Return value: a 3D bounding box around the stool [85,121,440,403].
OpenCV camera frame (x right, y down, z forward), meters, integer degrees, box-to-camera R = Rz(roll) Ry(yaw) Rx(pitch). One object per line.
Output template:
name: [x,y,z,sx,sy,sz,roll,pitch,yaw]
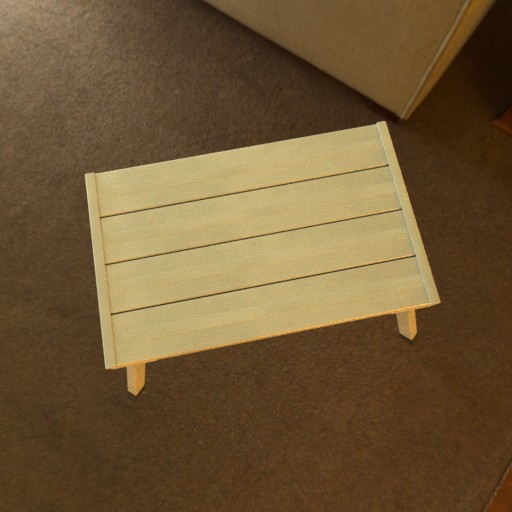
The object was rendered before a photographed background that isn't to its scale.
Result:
stool: [0.000,0.000,0.731,0.535,0.225,0.385,-11,76,-3]
